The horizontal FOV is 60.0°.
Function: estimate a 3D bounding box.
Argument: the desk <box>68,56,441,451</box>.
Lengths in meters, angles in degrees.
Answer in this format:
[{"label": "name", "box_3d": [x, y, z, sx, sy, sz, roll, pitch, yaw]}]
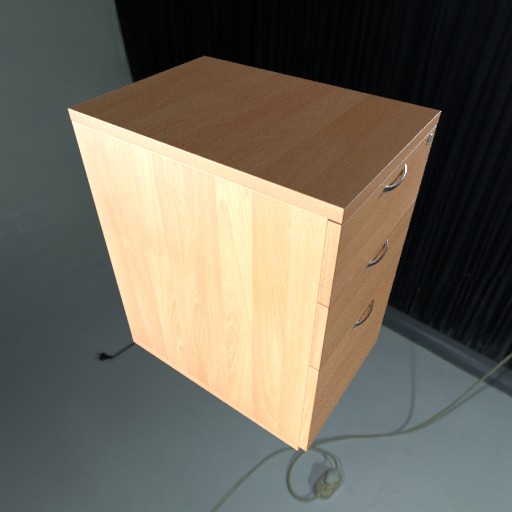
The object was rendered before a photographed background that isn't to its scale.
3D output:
[{"label": "desk", "box_3d": [0.000, 0.000, 1.081, 0.600, 0.730, 0.404, 25, 46, 26]}]
